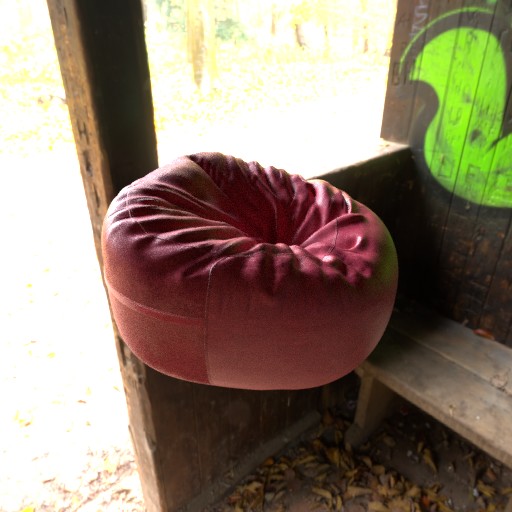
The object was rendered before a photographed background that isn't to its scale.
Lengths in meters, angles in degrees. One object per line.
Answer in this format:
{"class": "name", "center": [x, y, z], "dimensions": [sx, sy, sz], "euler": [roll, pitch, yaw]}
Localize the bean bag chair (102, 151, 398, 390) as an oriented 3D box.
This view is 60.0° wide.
{"class": "bean bag chair", "center": [0.000, 0.000, 2.459], "dimensions": [1.524, 0.878, 1.524], "euler": [10, 31, 18]}
